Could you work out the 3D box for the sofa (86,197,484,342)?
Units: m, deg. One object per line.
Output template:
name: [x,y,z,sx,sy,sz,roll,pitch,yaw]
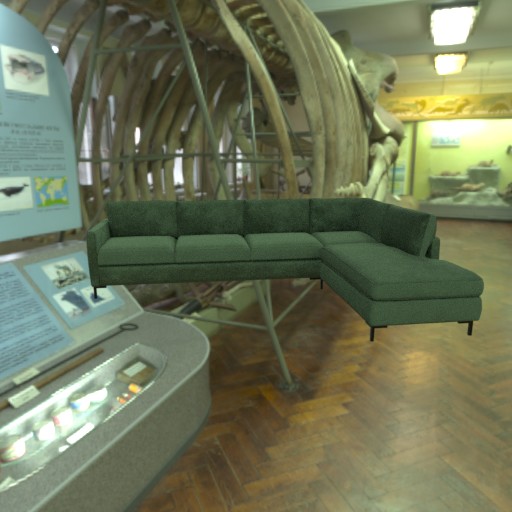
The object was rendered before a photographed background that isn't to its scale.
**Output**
sofa: [0.000,0.000,3.230,2.486,0.687,1.707,-2,13,-8]
